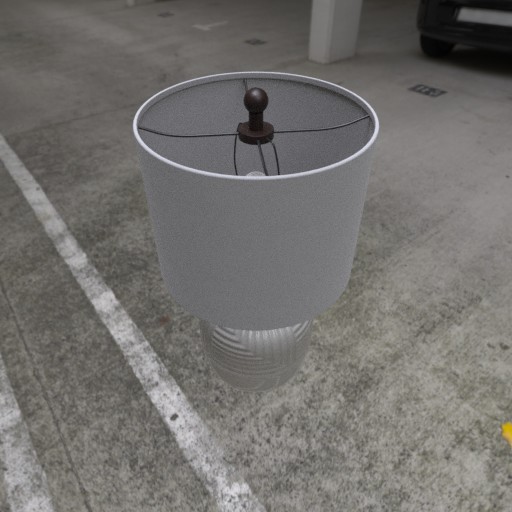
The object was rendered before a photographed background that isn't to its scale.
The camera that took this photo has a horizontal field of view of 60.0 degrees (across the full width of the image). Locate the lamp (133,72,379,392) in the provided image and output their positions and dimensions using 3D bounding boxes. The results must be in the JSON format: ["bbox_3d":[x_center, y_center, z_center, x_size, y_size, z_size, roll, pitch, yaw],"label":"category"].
[{"bbox_3d":[0.000,0.000,0.749,0.318,0.567,0.318,0,42,0],"label":"lamp"}]
